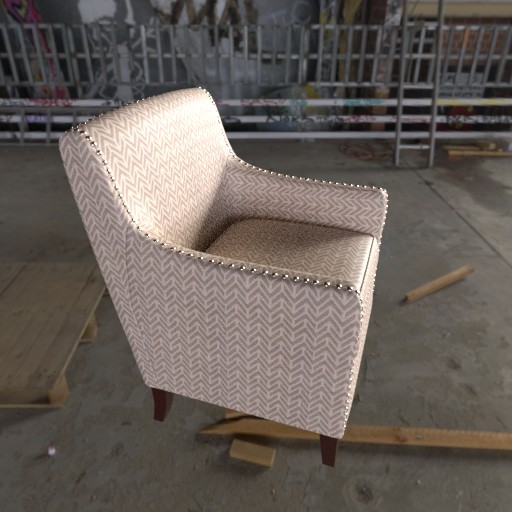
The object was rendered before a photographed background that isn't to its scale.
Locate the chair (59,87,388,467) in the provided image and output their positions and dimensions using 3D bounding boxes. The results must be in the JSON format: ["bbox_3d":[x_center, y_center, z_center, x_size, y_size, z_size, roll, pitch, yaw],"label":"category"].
[{"bbox_3d":[0.000,0.000,1.244,0.651,0.816,0.623,10,31,17],"label":"chair"}]
